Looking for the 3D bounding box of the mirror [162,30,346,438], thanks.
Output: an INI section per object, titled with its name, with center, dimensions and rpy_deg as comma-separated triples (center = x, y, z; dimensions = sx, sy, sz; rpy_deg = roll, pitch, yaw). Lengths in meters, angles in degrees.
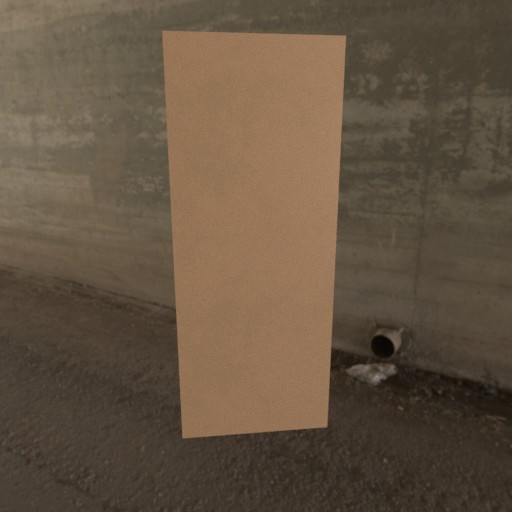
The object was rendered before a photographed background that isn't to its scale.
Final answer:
[mirror]
center = 0.000, 0.000, 2.221
dimensions = 0.812, 2.031, 0.026
rpy_deg = -2, 15, -7
